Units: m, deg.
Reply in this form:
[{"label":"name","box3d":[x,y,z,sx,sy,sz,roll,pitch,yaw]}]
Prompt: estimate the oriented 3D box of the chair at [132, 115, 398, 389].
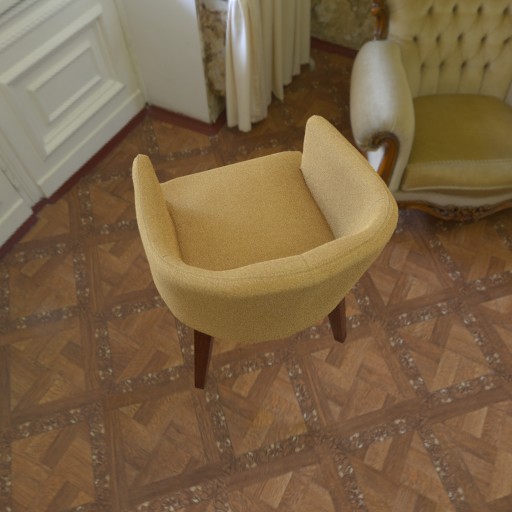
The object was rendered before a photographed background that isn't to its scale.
[{"label":"chair","box3d":[0.000,0.000,1.289,0.583,0.811,0.655,-15,59,-9]}]
